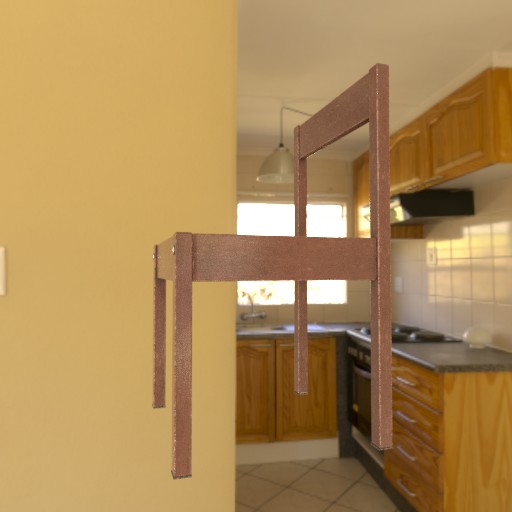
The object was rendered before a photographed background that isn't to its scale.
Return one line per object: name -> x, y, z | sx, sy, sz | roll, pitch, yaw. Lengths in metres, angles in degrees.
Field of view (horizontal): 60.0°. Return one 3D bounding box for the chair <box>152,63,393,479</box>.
chair -> 0.000, 0.000, 0.674 | 0.285, 0.505, 0.285 | 1, -2, -18
